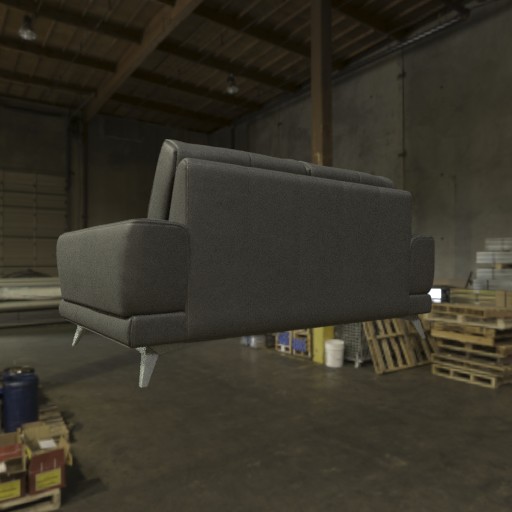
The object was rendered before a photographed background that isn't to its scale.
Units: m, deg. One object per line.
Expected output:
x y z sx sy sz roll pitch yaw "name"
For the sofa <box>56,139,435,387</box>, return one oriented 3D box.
0.000 0.000 2.356 1.806 0.907 1.018 0 -1 -36 "sofa"
